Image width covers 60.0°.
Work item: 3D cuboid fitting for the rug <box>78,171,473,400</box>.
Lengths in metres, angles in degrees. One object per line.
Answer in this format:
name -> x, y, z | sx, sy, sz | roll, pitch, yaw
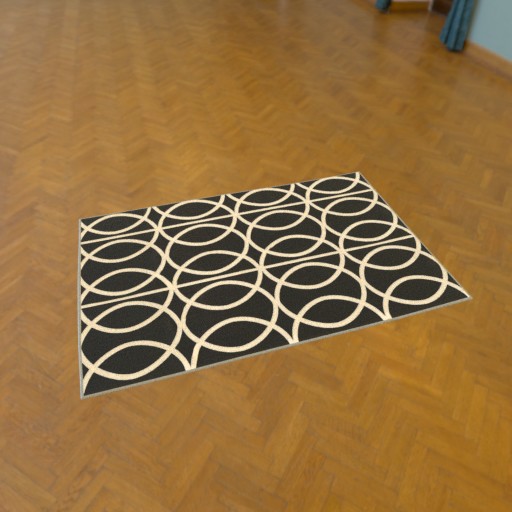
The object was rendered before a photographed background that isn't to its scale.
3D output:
rug -> 0.000, 0.000, 2.972 | 2.294, 0.014, 1.528 | -12, 44, -12
